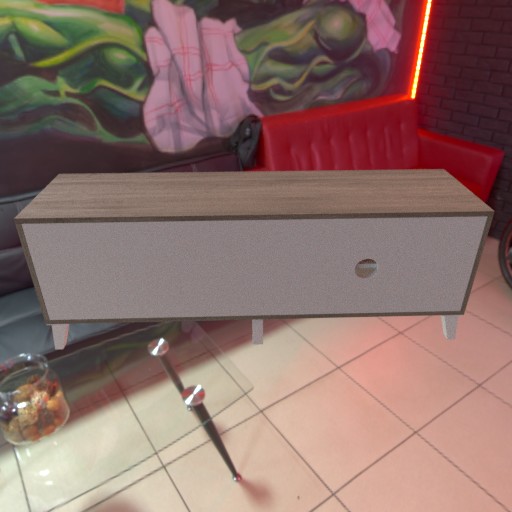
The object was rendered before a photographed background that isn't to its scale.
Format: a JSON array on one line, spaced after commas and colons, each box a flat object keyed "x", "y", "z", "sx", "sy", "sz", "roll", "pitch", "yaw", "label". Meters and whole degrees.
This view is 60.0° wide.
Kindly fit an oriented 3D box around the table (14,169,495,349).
[{"x": 0.000, "y": 0.000, "z": 1.687, "sx": 1.500, "sy": 0.530, "sz": 0.400, "roll": -1, "pitch": 30, "yaw": -2, "label": "table"}]
